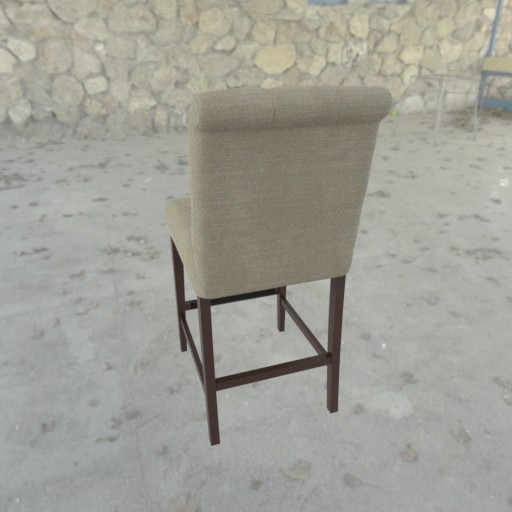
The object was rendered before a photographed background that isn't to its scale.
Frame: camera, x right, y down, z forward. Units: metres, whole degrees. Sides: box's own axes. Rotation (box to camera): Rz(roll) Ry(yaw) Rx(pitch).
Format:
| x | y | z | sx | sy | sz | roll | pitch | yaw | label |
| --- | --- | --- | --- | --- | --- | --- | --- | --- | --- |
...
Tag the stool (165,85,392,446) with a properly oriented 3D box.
| x | y | z | sx | sy | sz | roll | pitch | yaw | label |
| --- | --- | --- | --- | --- | --- | --- | --- | --- | --- |
| 0.000 | 0.000 | 1.447 | 0.486 | 1.084 | 0.660 | -8 | 27 | -17 | stool |
